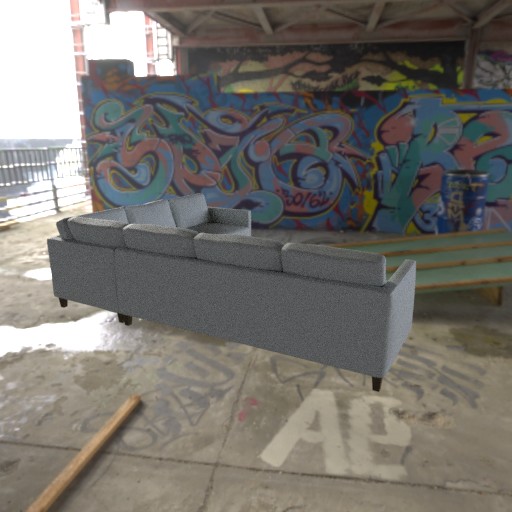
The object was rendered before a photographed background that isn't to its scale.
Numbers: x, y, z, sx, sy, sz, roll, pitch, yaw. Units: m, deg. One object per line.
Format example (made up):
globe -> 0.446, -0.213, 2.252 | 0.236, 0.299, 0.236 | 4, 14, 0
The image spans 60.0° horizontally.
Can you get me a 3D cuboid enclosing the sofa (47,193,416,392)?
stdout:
sofa -> 0.000, 0.000, 4.632 | 3.333, 0.934, 2.522 | 8, 17, 28
